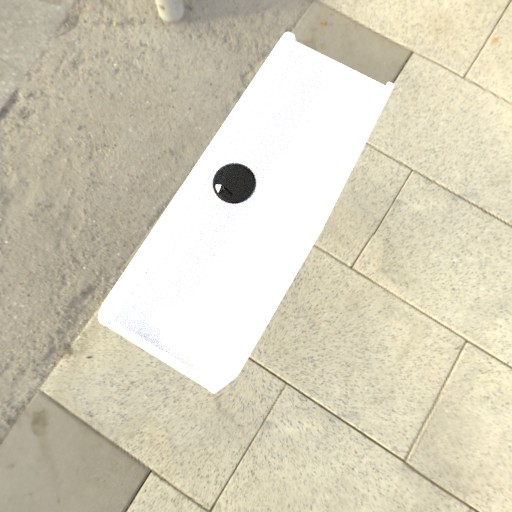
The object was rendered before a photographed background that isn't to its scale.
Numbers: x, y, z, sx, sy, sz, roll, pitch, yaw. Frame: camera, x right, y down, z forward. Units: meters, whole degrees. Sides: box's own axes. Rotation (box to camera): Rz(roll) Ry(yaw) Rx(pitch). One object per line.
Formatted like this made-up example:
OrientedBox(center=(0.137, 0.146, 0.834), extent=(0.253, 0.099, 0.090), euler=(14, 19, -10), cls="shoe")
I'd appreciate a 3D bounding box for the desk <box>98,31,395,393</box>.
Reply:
OrientedBox(center=(0.000, 0.000, 1.505), extent=(0.278, 1.190, 0.795), euler=(30, 78, 7), cls="desk")
